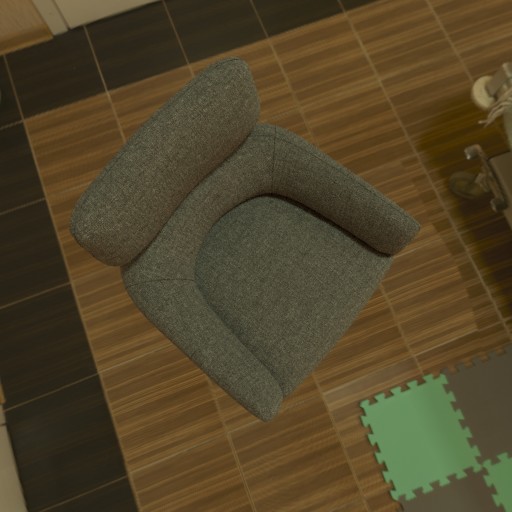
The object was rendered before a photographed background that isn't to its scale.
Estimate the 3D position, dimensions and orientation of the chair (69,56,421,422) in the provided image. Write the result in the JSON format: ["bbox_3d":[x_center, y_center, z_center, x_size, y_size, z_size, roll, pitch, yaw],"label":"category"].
[{"bbox_3d":[0.000,0.000,1.349,0.715,0.812,0.706,39,80,8],"label":"chair"}]
